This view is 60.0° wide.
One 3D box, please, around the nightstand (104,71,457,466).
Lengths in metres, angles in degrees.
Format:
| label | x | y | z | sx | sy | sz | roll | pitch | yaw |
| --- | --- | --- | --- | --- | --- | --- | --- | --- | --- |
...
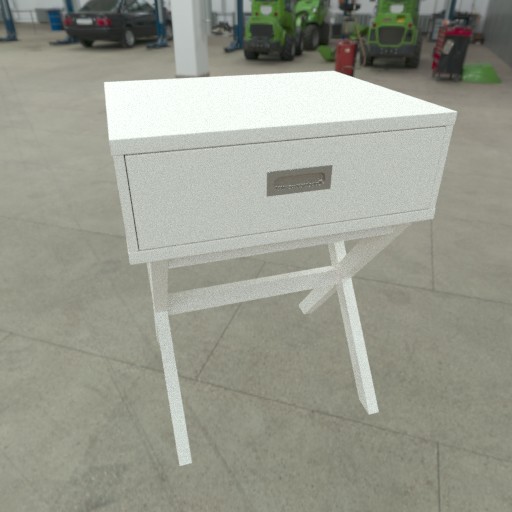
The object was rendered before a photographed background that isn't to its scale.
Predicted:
| label | x | y | z | sx | sy | sz | roll | pitch | yaw |
| --- | --- | --- | --- | --- | --- | --- | --- | --- | --- |
| nightstand | 0.000 | 0.000 | 0.895 | 0.479 | 0.623 | 0.402 | -9 | 32 | -15 |
